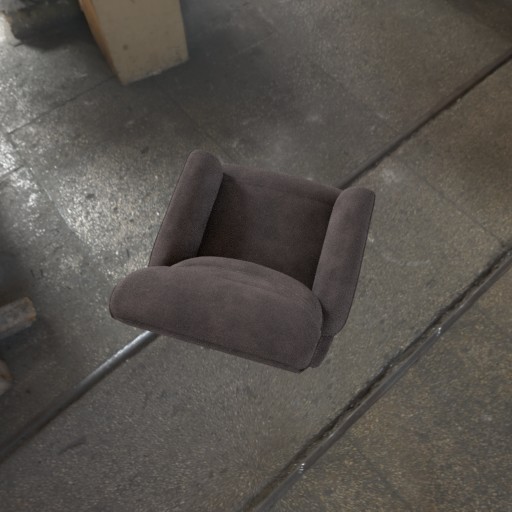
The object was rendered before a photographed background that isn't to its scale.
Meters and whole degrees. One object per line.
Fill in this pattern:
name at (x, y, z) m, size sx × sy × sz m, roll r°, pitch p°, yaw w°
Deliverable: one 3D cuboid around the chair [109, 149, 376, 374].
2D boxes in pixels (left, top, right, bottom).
chair at (0.000, 0.000, 1.793) m, size 0.830 × 1.035 × 1.009 m, roll 14°, pitch 65°, yaw 7°
